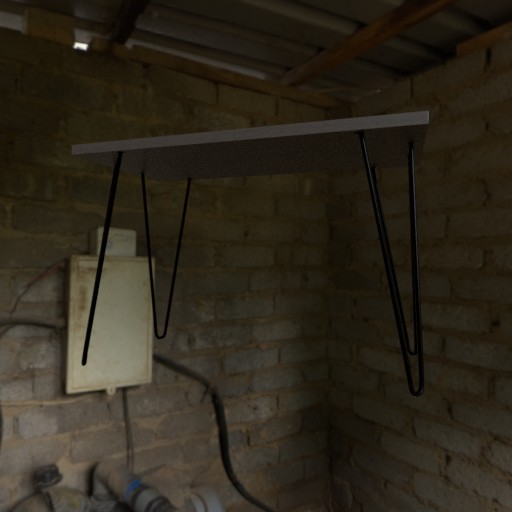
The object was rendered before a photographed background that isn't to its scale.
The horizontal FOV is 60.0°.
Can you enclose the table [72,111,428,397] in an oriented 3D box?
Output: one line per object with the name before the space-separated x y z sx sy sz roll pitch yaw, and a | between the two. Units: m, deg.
table | 0.000 0.000 1.400 0.991 0.660 0.499 0 0 18
